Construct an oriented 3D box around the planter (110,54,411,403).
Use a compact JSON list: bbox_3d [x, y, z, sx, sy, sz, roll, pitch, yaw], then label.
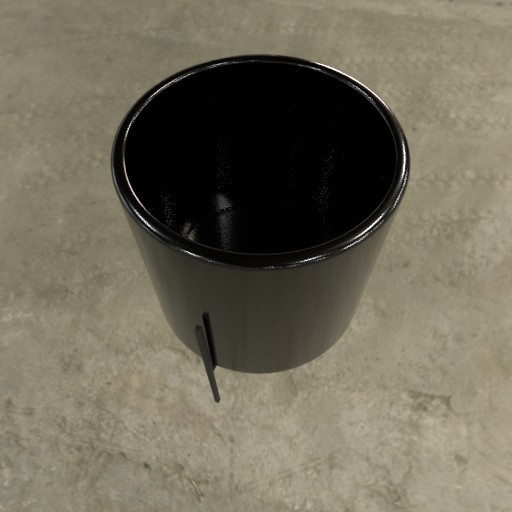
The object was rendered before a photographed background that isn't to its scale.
[{"bbox_3d":[0.000,0.000,0.627,0.310,0.432,0.310,35,64,20],"label":"planter"}]
